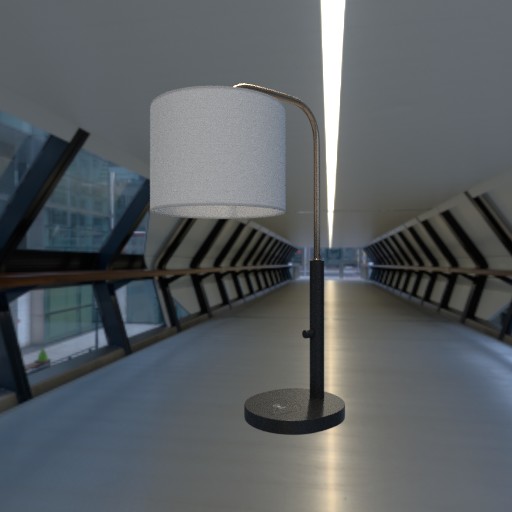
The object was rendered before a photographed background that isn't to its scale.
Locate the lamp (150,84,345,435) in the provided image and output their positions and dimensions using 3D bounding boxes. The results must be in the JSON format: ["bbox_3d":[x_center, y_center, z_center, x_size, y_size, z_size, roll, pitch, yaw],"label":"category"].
[{"bbox_3d":[0.000,0.000,0.703,0.337,0.540,0.199,0,0,-36],"label":"lamp"}]
